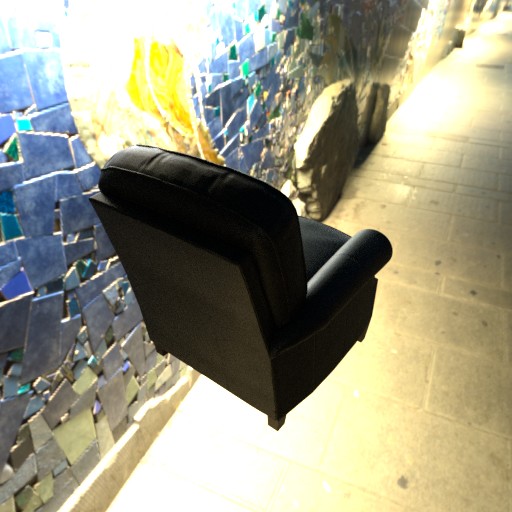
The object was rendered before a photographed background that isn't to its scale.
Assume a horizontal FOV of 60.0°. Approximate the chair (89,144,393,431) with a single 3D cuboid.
[{"bbox_3d":[0.000,0.000,1.818,0.936,1.018,0.986,22,38,32],"label":"chair"}]
